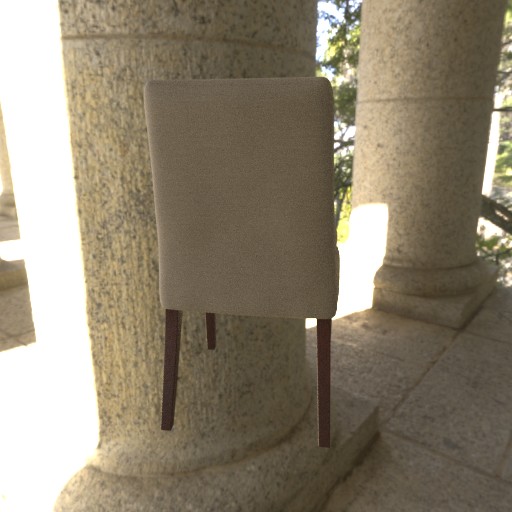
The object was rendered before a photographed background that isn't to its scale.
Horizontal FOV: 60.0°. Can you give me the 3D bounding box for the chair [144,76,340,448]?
[{"bbox_3d":[0.000,0.000,1.336,0.515,0.940,0.638,2,16,9],"label":"chair"}]
